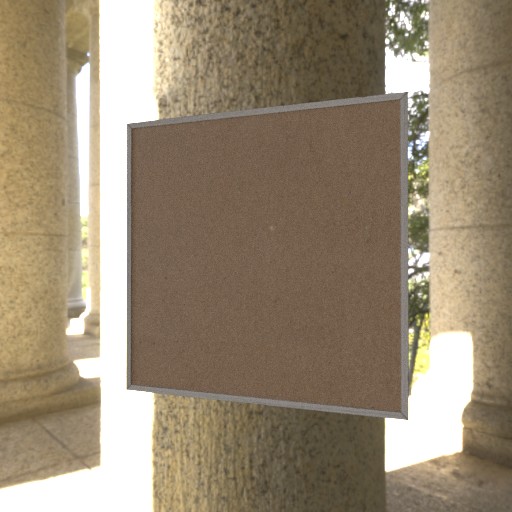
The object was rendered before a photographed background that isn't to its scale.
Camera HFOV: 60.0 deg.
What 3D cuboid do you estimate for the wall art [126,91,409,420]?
[{"bbox_3d":[0.000,0.000,0.782,0.508,0.508,0.038,0,-1,18],"label":"wall art"}]
